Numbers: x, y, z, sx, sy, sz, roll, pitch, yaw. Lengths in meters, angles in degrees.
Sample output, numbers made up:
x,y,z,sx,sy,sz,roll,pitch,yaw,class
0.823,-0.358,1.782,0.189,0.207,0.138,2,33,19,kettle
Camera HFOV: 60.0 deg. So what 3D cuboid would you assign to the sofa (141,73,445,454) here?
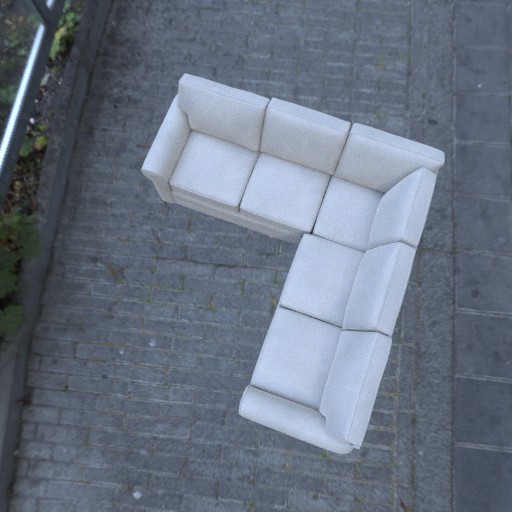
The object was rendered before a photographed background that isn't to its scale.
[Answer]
x,y,z,sx,sy,sz,roll,pitch,yaw,class
0.000,0.000,3.890,2.487,1.054,2.569,19,76,5,sofa
